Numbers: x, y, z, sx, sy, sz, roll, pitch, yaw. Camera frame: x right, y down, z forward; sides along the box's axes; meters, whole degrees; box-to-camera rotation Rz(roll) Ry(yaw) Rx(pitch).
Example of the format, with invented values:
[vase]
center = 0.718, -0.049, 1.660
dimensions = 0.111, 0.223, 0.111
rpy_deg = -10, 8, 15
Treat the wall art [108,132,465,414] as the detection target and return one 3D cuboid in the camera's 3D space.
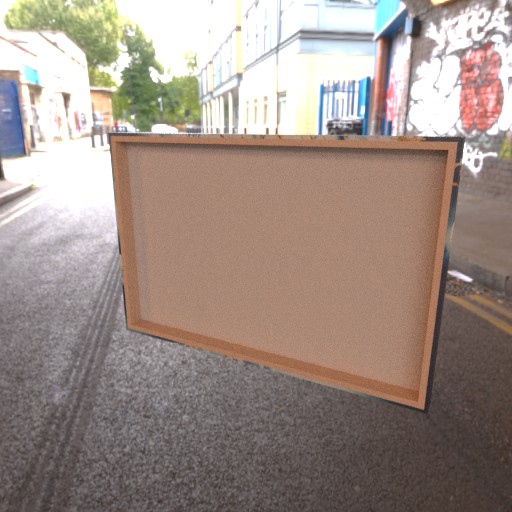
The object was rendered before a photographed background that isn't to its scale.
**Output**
[wall art]
center = 0.000, 0.000, 0.765
dimensions = 0.607, 0.405, 0.036
rpy_deg = 9, 19, 27
